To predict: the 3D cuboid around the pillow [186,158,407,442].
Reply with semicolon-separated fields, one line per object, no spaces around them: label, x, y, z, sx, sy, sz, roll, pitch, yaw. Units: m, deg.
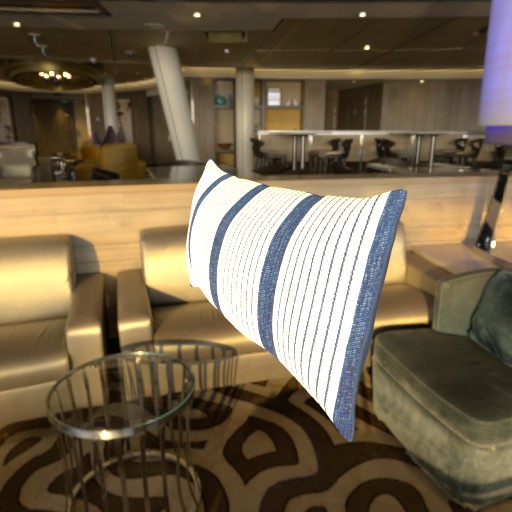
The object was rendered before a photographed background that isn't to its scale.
pillow;0.000;0.000;0.744;0.156;0.292;0.608;-7;17;-24
